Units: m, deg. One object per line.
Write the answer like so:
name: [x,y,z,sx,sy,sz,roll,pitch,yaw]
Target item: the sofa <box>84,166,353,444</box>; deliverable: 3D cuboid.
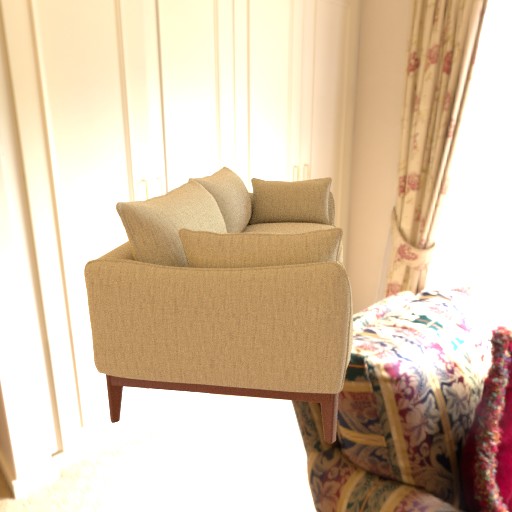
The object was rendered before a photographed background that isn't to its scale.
sofa: [0.000,0.000,2.471,0.991,0.860,1.989,2,16,8]
